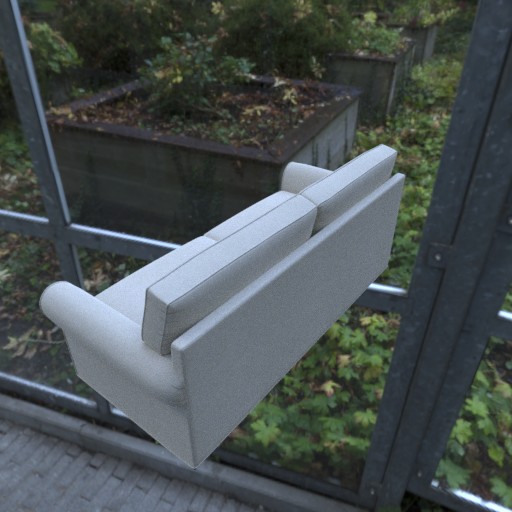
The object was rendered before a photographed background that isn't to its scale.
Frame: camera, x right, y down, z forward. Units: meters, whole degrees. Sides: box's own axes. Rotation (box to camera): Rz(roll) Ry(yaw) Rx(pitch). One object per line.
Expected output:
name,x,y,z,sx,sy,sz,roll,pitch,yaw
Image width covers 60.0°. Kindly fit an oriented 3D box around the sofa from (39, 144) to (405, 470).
sofa,0.000,0.000,2.580,0.901,0.962,2.146,23,39,31
